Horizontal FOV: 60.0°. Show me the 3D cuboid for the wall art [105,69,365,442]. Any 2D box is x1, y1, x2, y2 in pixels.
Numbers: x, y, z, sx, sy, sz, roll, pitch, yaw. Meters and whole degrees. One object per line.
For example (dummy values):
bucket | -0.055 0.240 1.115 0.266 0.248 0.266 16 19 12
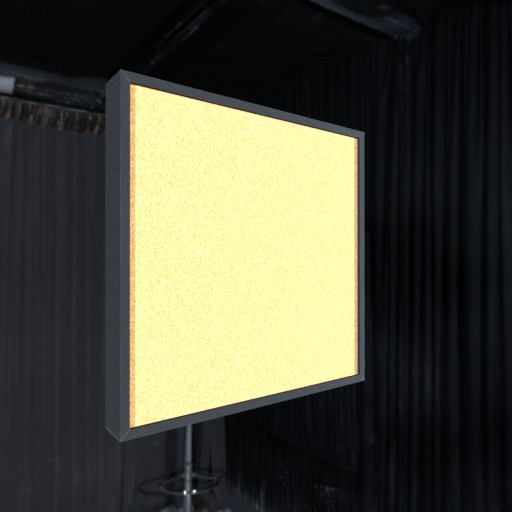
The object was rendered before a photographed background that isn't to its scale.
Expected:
wall art | 0.000 0.000 0.469 0.305 0.305 0.037 0 0 -37
